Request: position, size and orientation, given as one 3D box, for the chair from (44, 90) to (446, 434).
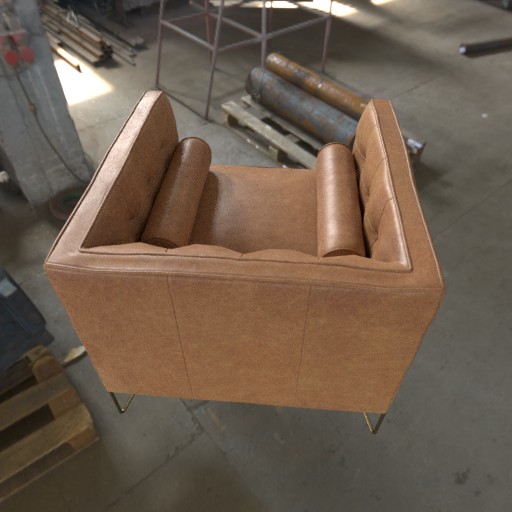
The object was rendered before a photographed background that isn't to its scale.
[{"bbox_3d":[0.000,0.000,1.551,0.920,0.797,0.912,3,46,3],"label":"chair"}]
